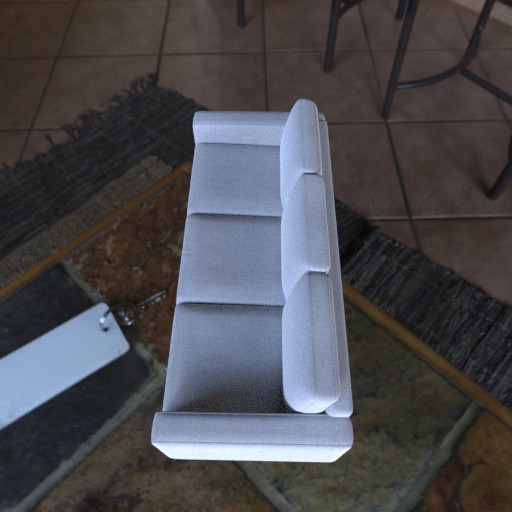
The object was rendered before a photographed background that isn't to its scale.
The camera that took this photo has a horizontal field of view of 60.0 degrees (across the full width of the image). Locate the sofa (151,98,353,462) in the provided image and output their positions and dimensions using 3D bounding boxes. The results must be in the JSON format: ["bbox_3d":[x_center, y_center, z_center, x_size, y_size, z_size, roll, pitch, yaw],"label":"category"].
[{"bbox_3d":[0.000,0.000,2.595,0.900,0.800,2.120,1,59,1],"label":"sofa"}]
